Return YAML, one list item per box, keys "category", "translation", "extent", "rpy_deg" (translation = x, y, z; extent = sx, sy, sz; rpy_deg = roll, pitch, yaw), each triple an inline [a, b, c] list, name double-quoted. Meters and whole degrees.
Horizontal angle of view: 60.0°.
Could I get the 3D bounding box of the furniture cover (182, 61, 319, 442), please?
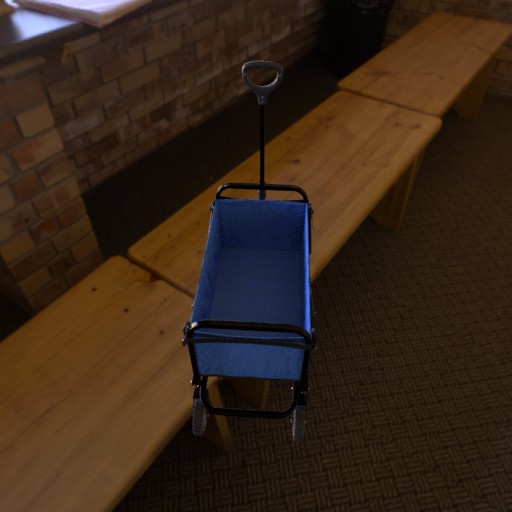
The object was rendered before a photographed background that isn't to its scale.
- category: "furniture cover"
  translation: [0.000, 0.000, 1.835]
  extent: [0.532, 1.295, 1.038]
  rpy_deg: [3, 45, 3]
